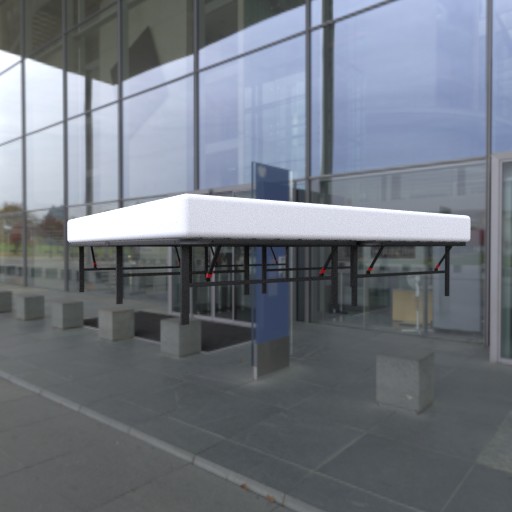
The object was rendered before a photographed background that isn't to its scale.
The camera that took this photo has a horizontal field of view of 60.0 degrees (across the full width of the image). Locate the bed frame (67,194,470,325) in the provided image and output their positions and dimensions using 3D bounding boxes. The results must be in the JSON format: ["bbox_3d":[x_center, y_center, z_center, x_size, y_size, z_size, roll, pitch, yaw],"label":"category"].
[{"bbox_3d":[0.000,0.000,3.048,2.033,0.525,1.935,-1,1,-35],"label":"bed frame"}]
